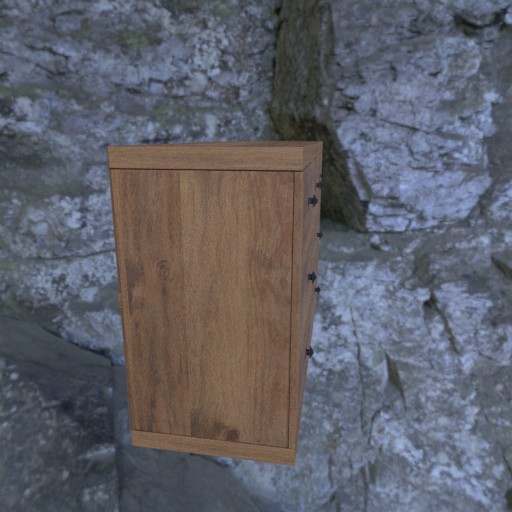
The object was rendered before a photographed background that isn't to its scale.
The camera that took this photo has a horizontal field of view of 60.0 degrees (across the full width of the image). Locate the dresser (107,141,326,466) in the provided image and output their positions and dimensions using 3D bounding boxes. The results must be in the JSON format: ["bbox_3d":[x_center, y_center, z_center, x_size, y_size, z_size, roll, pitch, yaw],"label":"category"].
[{"bbox_3d":[0.000,0.000,1.668,0.479,0.825,1.261,3,15,10],"label":"dresser"}]
